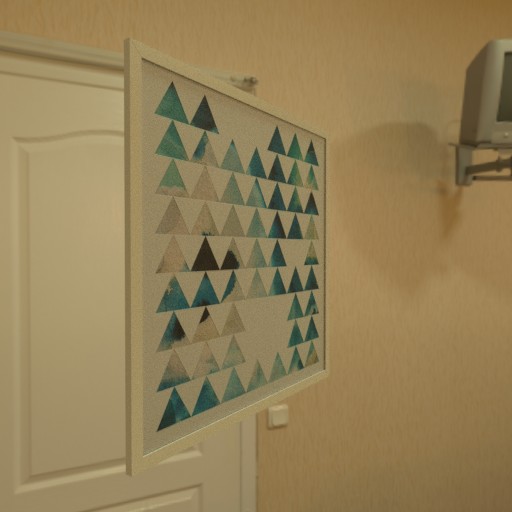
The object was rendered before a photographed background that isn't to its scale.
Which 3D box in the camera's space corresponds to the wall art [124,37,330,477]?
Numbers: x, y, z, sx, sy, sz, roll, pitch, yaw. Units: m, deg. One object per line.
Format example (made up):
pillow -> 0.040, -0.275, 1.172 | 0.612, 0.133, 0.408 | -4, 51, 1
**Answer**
wall art -> 0.000, 0.000, 0.790 | 0.012, 0.557, 0.557 | 1, 1, 36
